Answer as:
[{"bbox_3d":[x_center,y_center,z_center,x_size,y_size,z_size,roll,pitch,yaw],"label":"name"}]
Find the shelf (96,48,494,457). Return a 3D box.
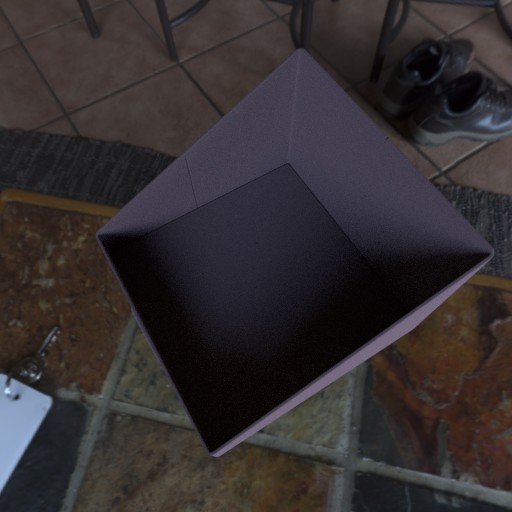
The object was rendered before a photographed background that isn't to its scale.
[{"bbox_3d":[0.000,0.000,0.482,0.292,0.210,0.292,-29,68,-13],"label":"shelf"}]
